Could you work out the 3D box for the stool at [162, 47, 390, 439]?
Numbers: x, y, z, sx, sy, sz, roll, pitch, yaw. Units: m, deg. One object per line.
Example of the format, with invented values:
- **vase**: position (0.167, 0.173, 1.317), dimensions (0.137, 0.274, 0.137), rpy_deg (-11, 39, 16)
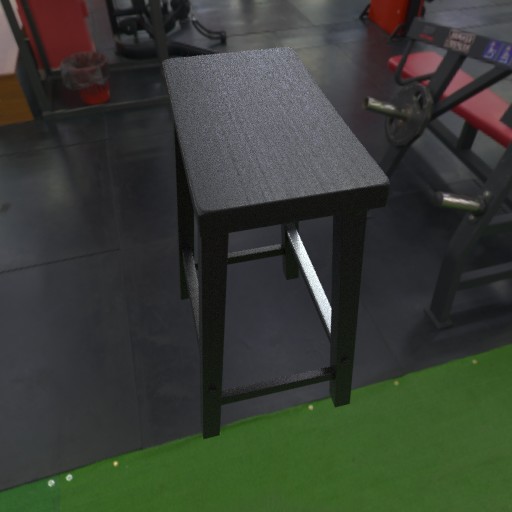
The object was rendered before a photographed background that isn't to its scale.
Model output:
- **stool**: position (0.000, 0.000, 0.854), dimensions (0.322, 0.610, 0.406), rpy_deg (-10, 48, -9)
